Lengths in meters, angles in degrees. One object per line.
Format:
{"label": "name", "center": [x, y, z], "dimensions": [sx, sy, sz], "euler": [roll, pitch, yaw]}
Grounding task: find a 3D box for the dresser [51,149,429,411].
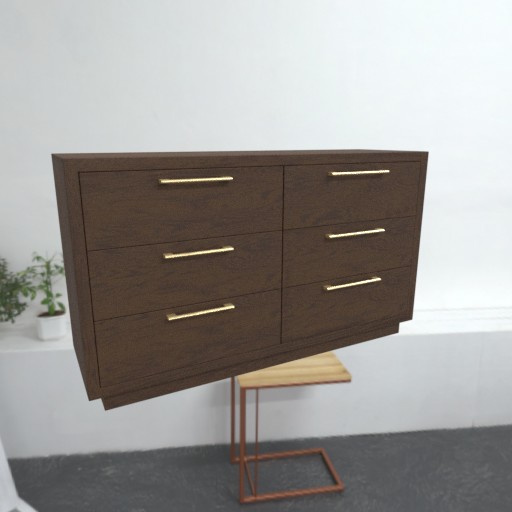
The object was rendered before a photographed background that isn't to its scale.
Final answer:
{"label": "dresser", "center": [0.000, 0.000, 1.954], "dimensions": [1.523, 0.889, 0.512], "euler": [-8, 17, -27]}
